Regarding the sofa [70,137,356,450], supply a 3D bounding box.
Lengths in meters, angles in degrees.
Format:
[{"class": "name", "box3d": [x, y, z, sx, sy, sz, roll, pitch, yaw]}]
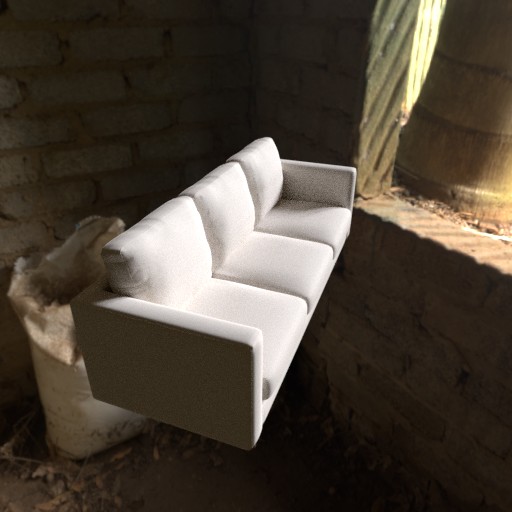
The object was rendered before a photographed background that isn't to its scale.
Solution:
[{"class": "sofa", "box3d": [0.000, 0.000, 2.533, 0.802, 0.912, 2.029, 11, 31, 18]}]
